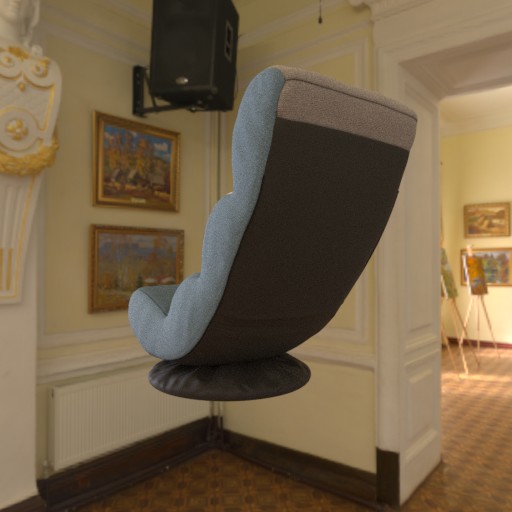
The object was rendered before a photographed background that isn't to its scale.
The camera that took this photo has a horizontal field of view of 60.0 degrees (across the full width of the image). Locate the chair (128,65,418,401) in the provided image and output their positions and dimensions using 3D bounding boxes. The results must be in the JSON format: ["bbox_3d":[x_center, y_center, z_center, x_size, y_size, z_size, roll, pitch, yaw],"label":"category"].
[{"bbox_3d":[0.000,0.000,1.069,0.420,0.641,0.661,1,-1,-37],"label":"chair"}]
